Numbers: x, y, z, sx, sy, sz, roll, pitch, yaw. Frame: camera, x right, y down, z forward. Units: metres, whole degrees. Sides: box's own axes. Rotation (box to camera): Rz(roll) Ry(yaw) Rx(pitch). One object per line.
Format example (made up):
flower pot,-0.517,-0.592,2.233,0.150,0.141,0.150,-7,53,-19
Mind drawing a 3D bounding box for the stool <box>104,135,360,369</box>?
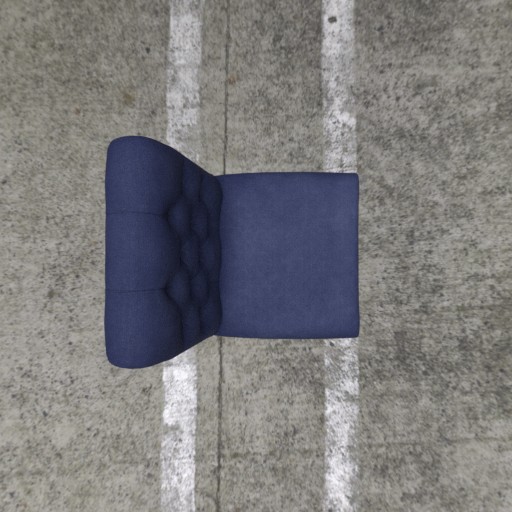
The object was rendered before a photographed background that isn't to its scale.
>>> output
stool,0.000,0.000,1.425,0.601,1.140,0.493,0,89,1
